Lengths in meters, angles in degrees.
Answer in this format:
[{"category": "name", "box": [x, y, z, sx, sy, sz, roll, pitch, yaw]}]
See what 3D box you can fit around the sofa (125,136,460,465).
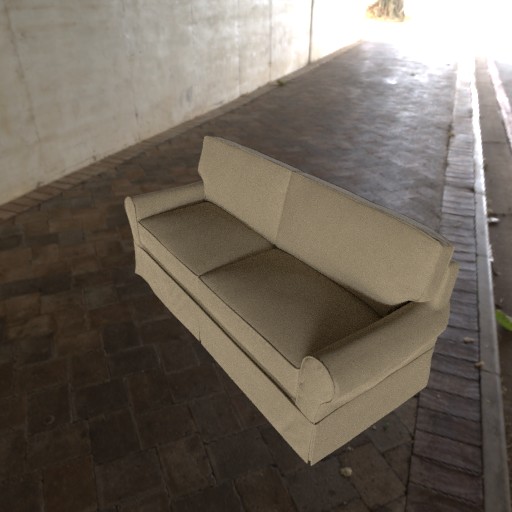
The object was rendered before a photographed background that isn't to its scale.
[{"category": "sofa", "box": [0.000, 0.000, 2.770, 0.900, 1.014, 2.246, -20, 36, -30]}]
